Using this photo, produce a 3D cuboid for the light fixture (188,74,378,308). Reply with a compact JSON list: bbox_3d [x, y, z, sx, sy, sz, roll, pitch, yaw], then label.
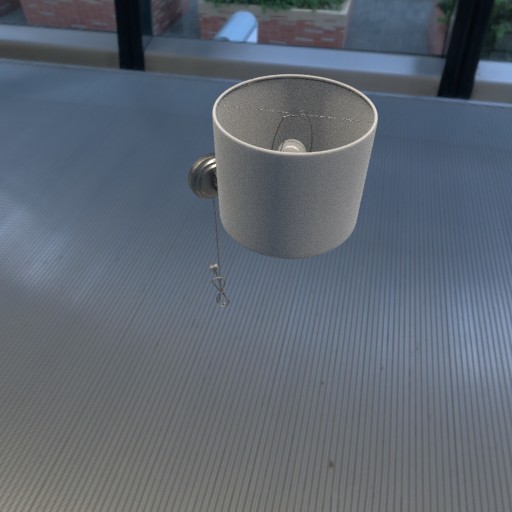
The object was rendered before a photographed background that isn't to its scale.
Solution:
[{"bbox_3d":[0.000,0.000,1.050,0.253,0.842,0.479,-24,50,-22],"label":"light fixture"}]
